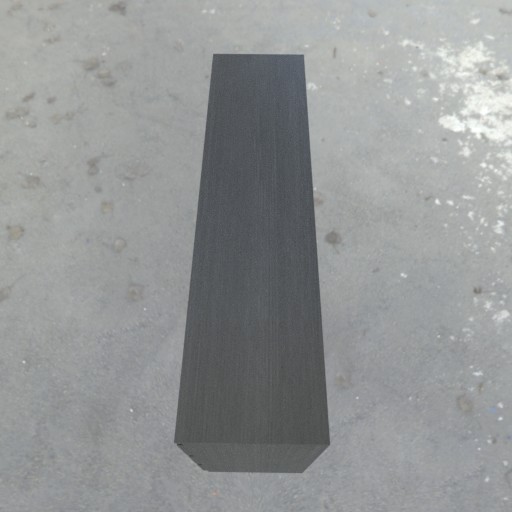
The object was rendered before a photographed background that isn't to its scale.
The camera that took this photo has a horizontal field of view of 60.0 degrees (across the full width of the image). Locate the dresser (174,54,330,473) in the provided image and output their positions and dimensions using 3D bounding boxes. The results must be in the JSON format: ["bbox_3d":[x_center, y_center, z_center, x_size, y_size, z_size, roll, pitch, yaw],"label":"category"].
[{"bbox_3d":[0.000,0.000,1.880,0.400,0.795,1.590,1,59,0],"label":"dresser"}]
